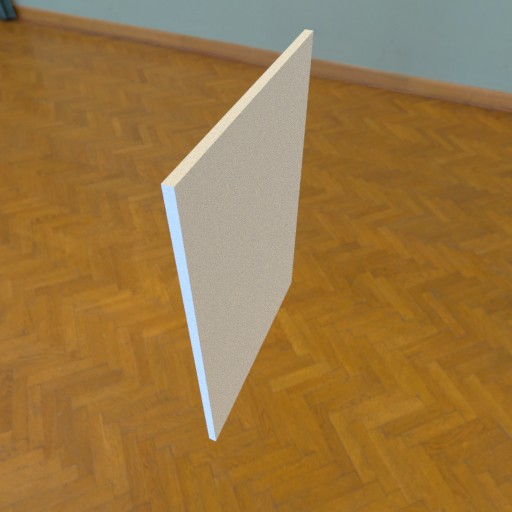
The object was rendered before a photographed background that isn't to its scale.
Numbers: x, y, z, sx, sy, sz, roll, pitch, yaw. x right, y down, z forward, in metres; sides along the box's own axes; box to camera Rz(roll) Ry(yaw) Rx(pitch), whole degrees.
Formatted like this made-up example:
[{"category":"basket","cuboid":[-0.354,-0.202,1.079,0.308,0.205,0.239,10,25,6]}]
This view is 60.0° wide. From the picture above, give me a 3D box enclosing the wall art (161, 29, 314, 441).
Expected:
[{"category":"wall art","cuboid":[0.000,0.000,0.681,0.013,0.533,0.381,17,48,16]}]
